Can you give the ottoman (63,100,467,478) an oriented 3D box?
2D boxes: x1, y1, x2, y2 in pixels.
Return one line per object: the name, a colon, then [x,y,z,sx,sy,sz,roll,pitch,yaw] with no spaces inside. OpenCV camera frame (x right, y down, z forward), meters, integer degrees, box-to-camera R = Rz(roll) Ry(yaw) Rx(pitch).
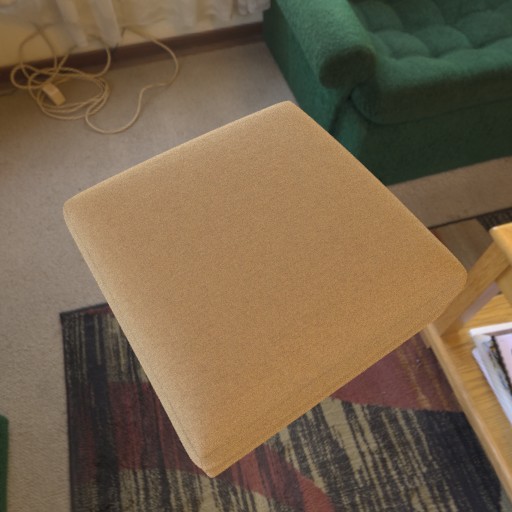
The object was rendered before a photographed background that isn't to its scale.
ottoman: [0.000,0.000,1.598,1.041,0.470,1.041,-29,63,-17]
